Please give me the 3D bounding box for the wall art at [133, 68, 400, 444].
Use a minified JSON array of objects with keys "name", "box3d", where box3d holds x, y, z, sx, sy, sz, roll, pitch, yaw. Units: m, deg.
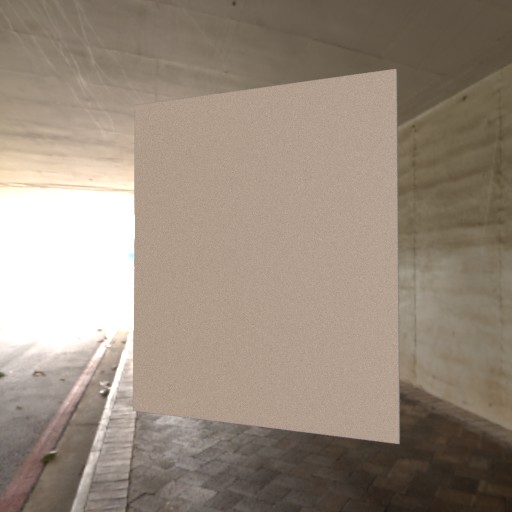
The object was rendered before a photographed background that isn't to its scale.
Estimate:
[{"name":"wall art","box3d":[0.000,0.000,0.739,0.452,0.549,0.038,0,-1,19]}]
